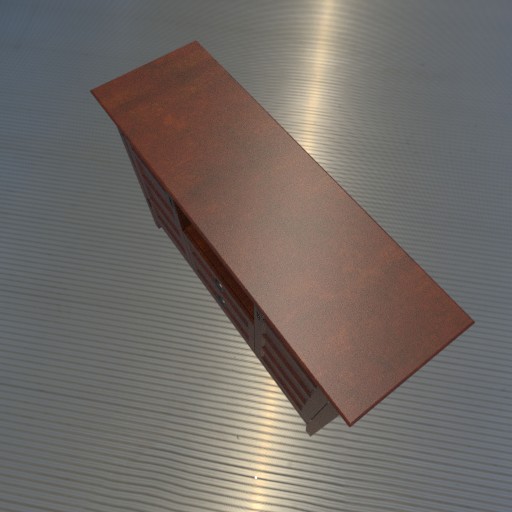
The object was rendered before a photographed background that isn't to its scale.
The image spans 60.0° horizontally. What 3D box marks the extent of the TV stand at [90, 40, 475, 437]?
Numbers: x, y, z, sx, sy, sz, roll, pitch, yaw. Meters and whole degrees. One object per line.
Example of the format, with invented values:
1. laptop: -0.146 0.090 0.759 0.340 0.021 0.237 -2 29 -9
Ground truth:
1. TV stand: 0.000 0.000 1.772 0.445 0.915 1.372 -33 68 -15
